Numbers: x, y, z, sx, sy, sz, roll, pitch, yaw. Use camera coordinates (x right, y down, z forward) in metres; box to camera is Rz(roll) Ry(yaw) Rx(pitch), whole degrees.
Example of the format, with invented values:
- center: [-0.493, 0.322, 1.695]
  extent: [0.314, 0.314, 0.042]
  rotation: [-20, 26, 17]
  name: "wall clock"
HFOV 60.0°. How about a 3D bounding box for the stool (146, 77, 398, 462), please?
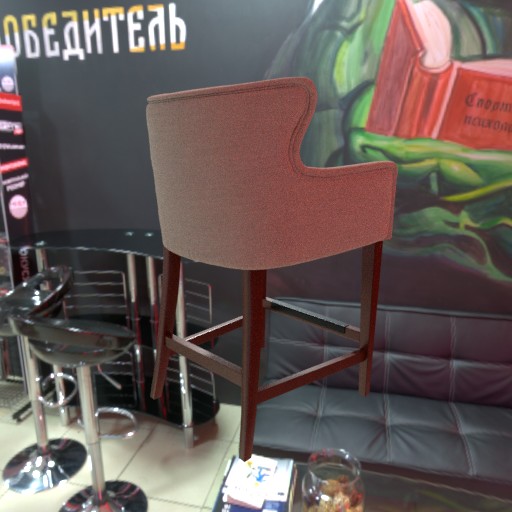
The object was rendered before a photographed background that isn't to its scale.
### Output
- center: [0.000, 0.000, 1.408]
  extent: [0.637, 0.987, 0.615]
  rotation: [-13, 19, -43]
  name: "stool"
